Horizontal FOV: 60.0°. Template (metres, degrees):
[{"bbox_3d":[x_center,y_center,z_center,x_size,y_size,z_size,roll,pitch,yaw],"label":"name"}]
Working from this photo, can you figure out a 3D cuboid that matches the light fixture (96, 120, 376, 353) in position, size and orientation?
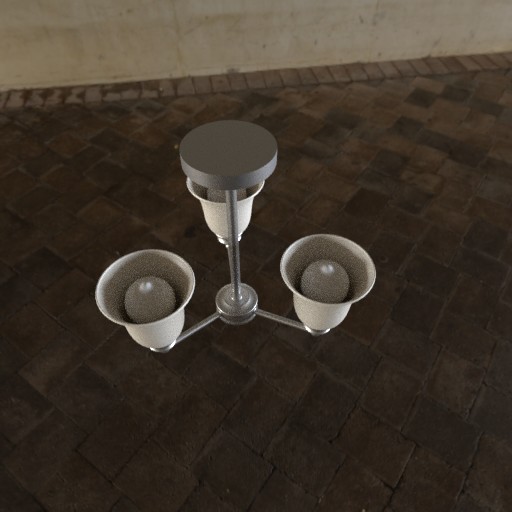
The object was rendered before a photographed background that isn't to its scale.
[{"bbox_3d":[0.000,0.000,0.673,0.354,0.370,0.388,17,50,15],"label":"light fixture"}]
